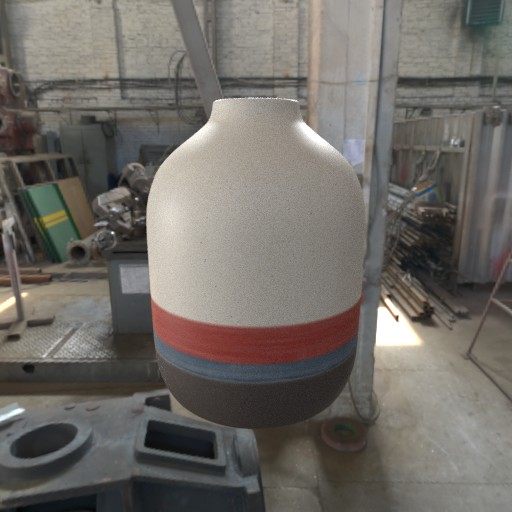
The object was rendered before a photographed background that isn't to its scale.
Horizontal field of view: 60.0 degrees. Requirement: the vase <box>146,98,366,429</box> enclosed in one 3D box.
[{"bbox_3d":[0.000,0.000,0.359,0.169,0.237,0.169,0,15,0],"label":"vase"}]
